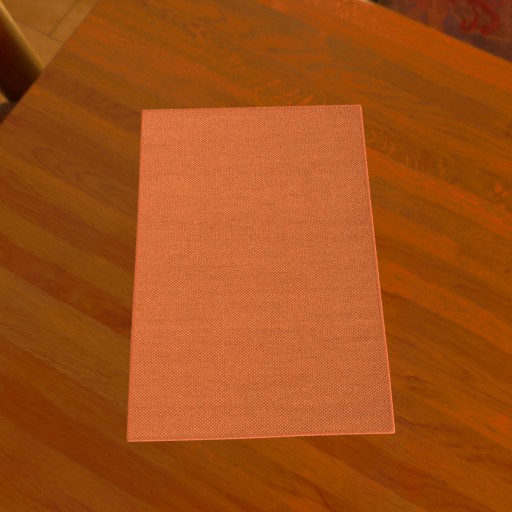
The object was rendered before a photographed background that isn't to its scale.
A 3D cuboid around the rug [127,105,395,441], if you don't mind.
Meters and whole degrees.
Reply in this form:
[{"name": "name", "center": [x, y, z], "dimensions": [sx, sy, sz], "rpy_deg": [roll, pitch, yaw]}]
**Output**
[{"name": "rug", "center": [0.000, 0.000, 2.787], "dimensions": [1.524, 0.013, 2.134], "rpy_deg": [-2, 75, 0]}]
